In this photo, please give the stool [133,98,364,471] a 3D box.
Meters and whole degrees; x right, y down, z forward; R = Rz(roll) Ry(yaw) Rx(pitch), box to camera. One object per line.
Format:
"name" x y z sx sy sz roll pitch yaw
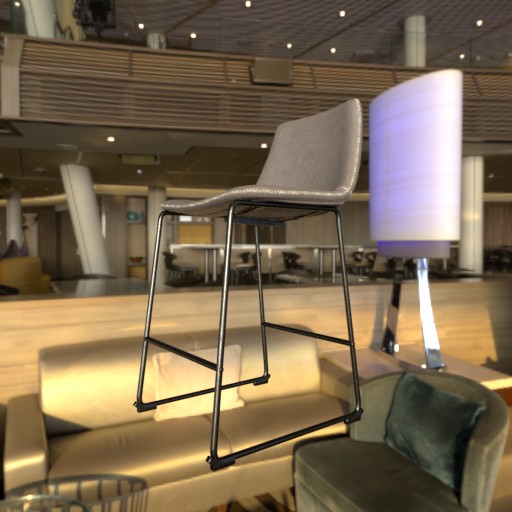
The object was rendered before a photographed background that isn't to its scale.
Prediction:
"stool" 0.000 0.000 1.223 0.546 0.876 0.470 -1 1 -37
